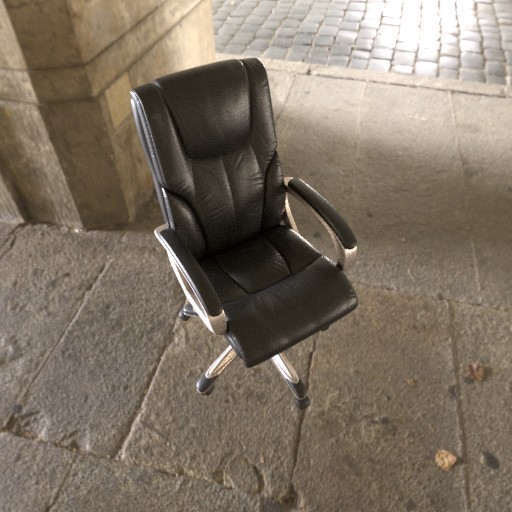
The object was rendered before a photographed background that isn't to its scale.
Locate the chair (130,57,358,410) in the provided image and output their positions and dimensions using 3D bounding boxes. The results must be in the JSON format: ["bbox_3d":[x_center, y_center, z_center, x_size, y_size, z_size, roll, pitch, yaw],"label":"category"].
[{"bbox_3d":[0.000,0.000,1.642,0.700,1.145,0.780,-25,51,-22],"label":"chair"}]
